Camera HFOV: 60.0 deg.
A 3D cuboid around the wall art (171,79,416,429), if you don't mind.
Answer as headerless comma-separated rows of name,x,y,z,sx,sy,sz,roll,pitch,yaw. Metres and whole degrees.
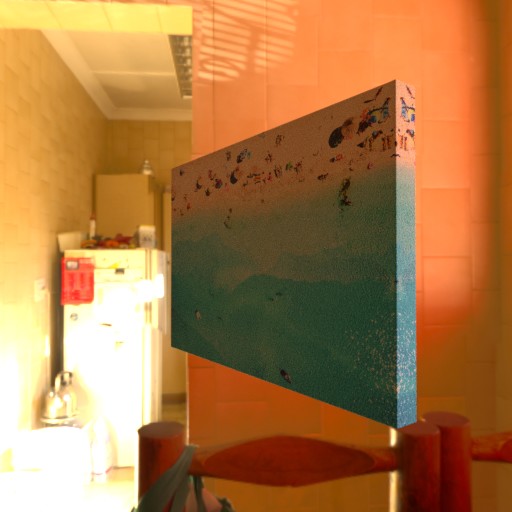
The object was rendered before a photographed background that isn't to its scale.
wall art,0.000,0.000,0.771,0.039,0.406,0.609,1,-1,-36
